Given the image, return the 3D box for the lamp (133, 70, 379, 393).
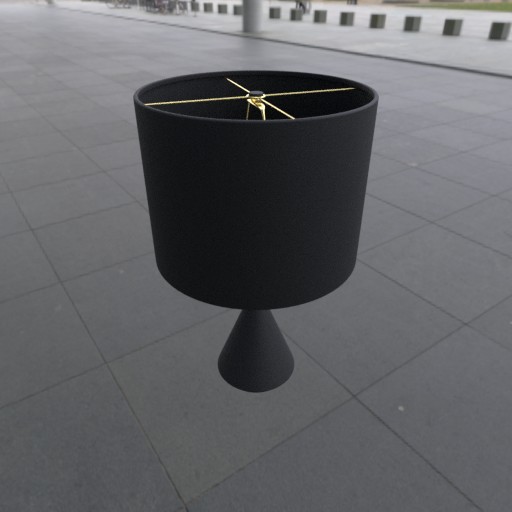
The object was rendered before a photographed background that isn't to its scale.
[{"bbox_3d":[0.000,0.000,0.816,0.359,0.584,0.359,-11,33,-17],"label":"lamp"}]
